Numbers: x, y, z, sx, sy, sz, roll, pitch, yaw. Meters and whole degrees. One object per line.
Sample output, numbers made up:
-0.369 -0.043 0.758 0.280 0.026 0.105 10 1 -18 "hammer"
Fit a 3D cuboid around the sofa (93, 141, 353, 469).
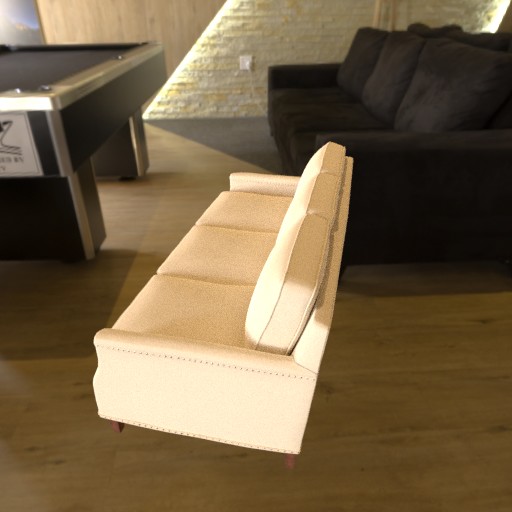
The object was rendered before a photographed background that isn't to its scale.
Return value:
0.000 0.000 2.822 1.084 1.003 2.246 7 30 11 "sofa"
